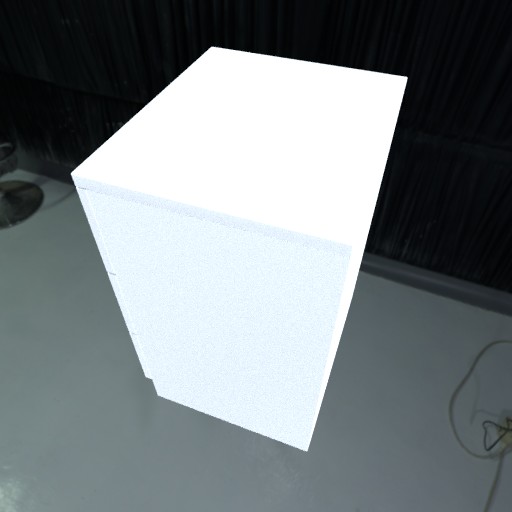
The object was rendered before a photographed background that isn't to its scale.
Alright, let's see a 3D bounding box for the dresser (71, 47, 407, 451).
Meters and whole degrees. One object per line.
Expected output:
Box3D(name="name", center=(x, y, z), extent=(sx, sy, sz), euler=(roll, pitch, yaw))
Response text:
Box3D(name="dresser", center=(0.000, 0.000, 0.817), extent=(0.360, 0.560, 0.400), euler=(15, 48, 14))
